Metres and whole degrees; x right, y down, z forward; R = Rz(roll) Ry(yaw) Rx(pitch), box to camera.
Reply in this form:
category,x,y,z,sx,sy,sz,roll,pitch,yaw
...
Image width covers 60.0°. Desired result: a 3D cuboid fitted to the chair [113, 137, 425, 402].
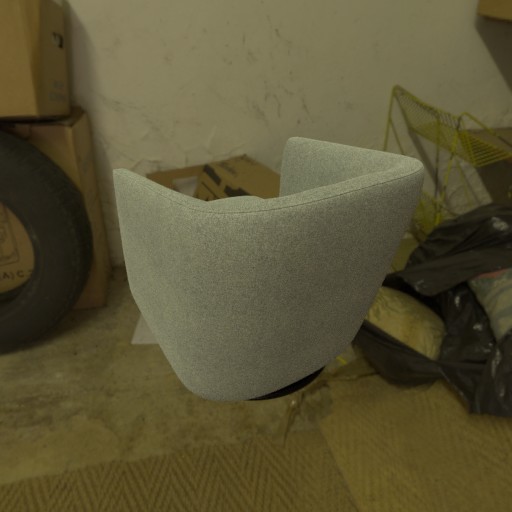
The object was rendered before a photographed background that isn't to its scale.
category,x,y,z,sx,sy,sz,roll,pitch,yaw
chair,0.000,0.000,1.630,0.822,0.861,0.986,-18,34,-28
